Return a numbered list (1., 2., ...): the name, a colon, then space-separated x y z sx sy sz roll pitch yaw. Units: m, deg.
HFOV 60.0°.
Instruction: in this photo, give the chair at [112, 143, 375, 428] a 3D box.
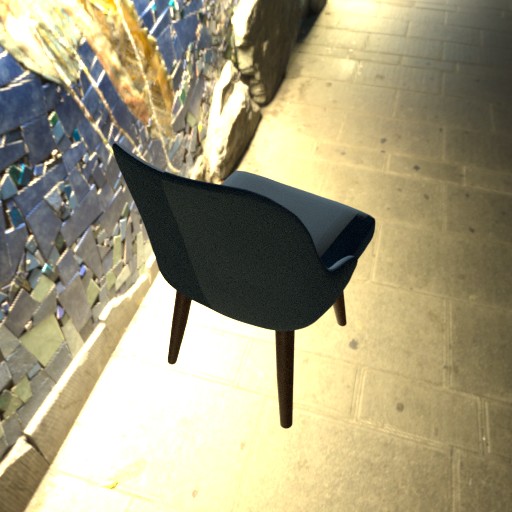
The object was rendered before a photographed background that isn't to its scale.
1. chair: 0.000 0.000 1.188 0.503 0.882 0.589 23 50 21
